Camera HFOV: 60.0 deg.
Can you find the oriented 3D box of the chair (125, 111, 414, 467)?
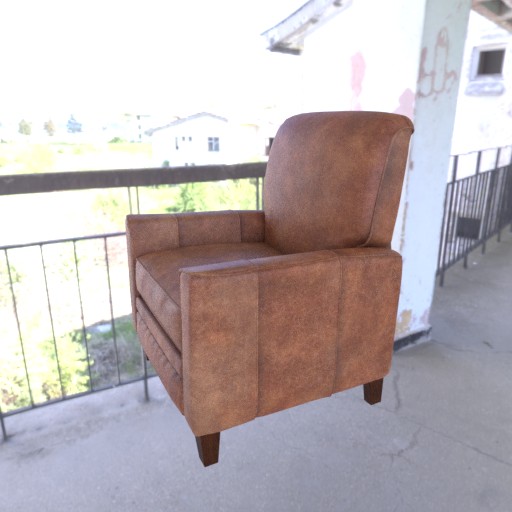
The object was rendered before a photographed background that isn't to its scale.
[{"bbox_3d":[0.000,0.000,1.669,0.836,1.043,0.843,-9,19,-26],"label":"chair"}]
